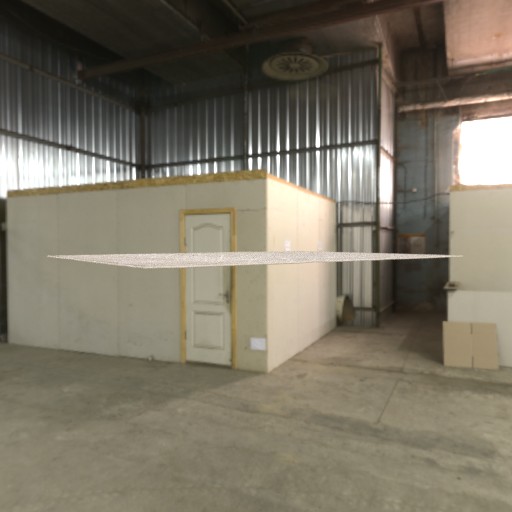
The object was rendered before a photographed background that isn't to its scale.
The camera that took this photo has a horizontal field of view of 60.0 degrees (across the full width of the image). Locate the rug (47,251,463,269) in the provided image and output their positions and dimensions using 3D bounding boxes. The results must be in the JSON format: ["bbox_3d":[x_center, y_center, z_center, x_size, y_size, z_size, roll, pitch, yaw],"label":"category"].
[{"bbox_3d":[0.000,0.000,4.403,3.357,0.019,2.449,-1,2,-37],"label":"rug"}]
